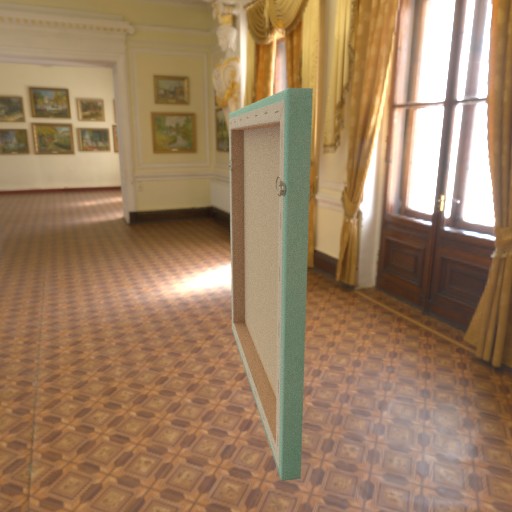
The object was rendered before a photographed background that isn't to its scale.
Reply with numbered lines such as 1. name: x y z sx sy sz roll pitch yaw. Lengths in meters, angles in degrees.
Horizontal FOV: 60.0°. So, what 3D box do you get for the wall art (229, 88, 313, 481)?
1. wall art: 0.000 0.000 1.656 0.070 1.073 1.071 -3 15 -10
